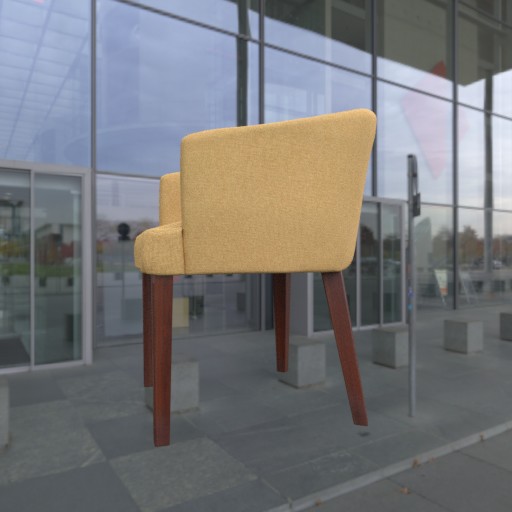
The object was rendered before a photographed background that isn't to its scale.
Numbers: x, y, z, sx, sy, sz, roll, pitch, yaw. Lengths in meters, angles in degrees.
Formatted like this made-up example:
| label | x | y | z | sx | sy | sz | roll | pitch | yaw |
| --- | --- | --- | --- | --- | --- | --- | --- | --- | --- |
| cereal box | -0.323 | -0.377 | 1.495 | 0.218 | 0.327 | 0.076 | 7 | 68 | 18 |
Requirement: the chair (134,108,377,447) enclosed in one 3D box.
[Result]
| label | x | y | z | sx | sy | sz | roll | pitch | yaw |
| --- | --- | --- | --- | --- | --- | --- | --- | --- | --- |
| chair | 0.000 | 0.000 | 1.256 | 0.655 | 0.811 | 0.583 | 0 | 0 | -17 |
